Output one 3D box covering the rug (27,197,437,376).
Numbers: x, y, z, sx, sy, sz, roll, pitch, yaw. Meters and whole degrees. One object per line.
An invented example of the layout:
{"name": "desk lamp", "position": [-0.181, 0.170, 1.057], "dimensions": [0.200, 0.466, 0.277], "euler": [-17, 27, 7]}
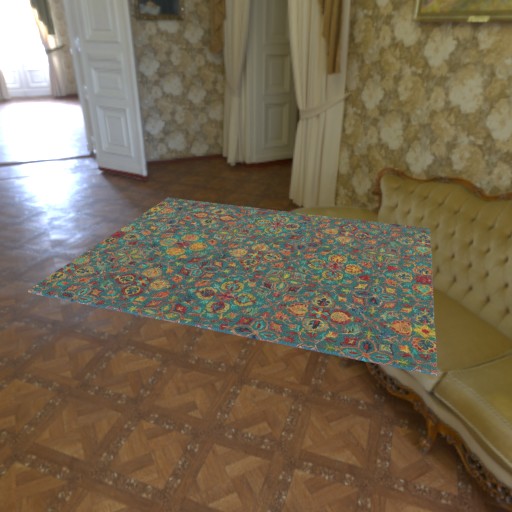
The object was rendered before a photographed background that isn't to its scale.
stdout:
{"name": "rug", "position": [0.000, 0.000, 4.258], "dimensions": [3.204, 0.025, 2.434], "euler": [8, 28, 16]}
